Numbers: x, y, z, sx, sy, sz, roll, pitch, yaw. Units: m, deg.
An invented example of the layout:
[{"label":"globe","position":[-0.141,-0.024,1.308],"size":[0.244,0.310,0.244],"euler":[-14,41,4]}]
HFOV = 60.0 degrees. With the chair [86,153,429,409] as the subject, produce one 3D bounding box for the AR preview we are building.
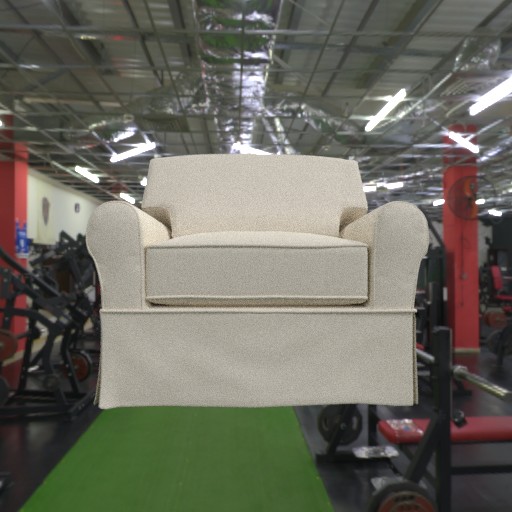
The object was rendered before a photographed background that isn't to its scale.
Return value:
[{"label":"chair","position":[0.000,0.000,1.797],"size":[1.099,0.958,0.904],"euler":[0,0,-1]}]
